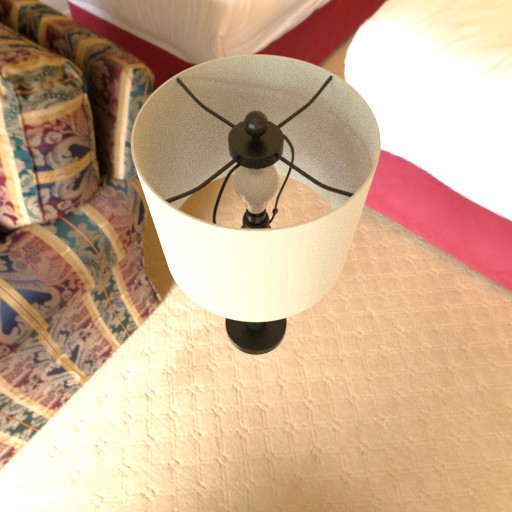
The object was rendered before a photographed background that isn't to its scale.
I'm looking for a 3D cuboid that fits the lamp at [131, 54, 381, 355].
[{"bbox_3d":[0.000,0.000,0.797,0.305,0.640,0.305,1,58,0],"label":"lamp"}]
